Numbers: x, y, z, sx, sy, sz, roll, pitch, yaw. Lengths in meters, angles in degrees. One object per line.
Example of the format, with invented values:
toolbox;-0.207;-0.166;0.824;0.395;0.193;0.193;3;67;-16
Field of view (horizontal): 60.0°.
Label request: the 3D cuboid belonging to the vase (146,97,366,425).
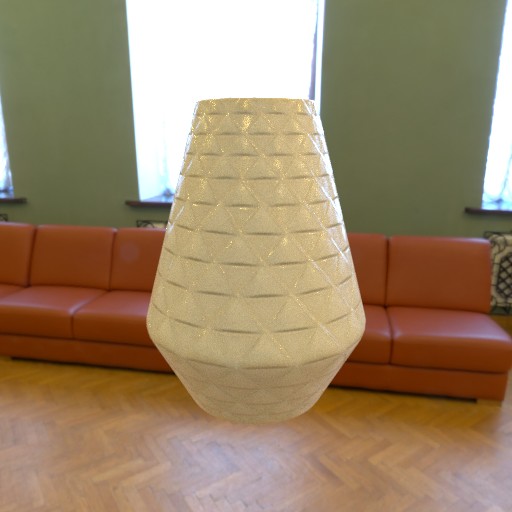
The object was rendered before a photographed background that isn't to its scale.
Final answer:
vase;0.000;0.000;0.350;0.175;0.230;0.175;0;15;0
